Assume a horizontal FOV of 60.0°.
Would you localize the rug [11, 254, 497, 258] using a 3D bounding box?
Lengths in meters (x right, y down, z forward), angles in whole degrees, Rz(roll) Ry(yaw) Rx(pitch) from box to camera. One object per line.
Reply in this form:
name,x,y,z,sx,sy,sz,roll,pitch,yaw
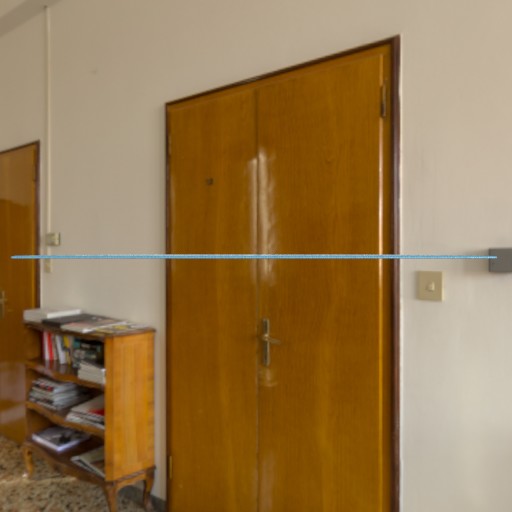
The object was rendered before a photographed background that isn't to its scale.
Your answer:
rug,0.000,0.000,3.857,2.964,0.018,2.350,0,0,1
